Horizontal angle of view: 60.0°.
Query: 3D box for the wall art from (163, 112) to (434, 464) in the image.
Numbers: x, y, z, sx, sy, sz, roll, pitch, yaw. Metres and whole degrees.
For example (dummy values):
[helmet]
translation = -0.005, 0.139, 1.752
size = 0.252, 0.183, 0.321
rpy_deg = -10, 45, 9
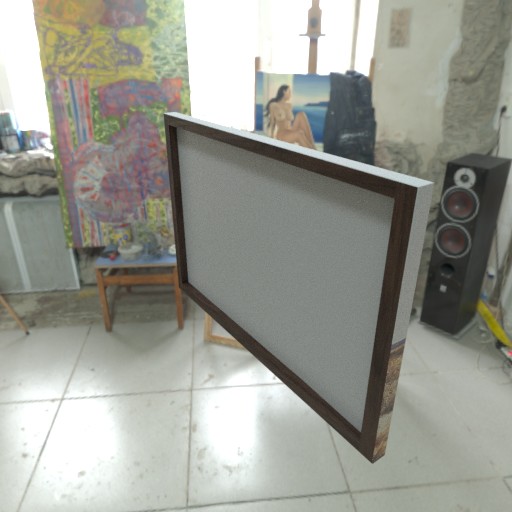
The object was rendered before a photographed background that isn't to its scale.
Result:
[wall art]
translation = 0.000, 0.000, 1.438
size = 0.051, 0.761, 1.138
rpy_deg = -17, 31, -31
